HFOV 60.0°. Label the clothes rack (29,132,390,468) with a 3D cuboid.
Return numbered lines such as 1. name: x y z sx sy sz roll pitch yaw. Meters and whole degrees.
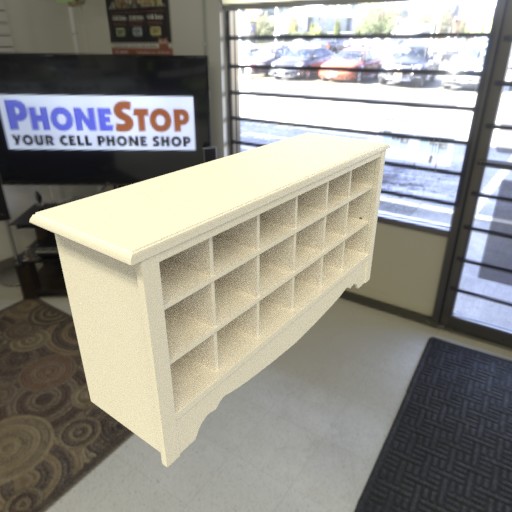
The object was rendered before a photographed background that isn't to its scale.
1. clothes rack: 0.000 0.000 1.336 0.324 0.531 1.120 18 32 33
